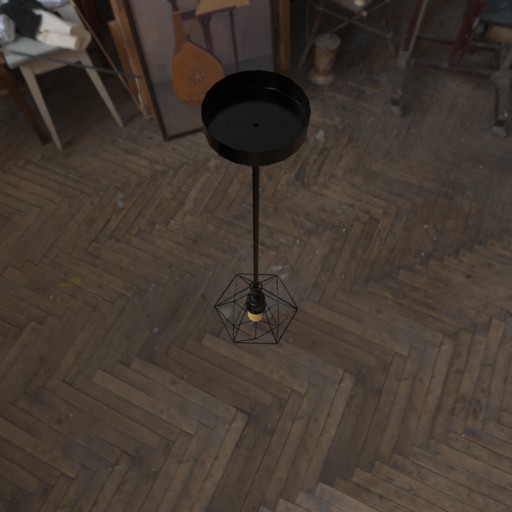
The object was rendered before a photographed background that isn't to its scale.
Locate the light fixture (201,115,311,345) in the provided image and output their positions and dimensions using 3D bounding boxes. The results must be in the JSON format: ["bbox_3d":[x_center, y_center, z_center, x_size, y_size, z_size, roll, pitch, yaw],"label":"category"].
[{"bbox_3d":[0.000,0.000,1.974,0.431,1.764,0.487,29,67,14],"label":"light fixture"}]
